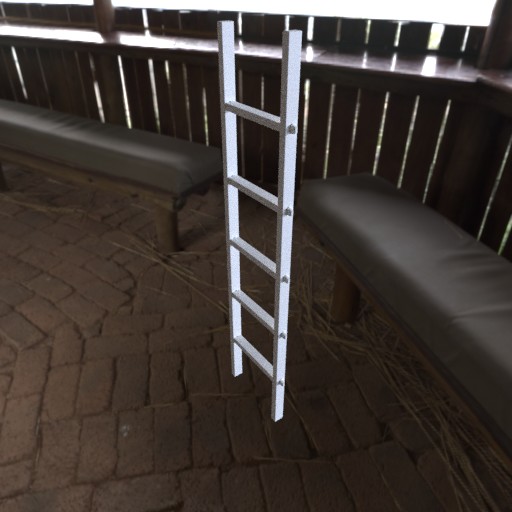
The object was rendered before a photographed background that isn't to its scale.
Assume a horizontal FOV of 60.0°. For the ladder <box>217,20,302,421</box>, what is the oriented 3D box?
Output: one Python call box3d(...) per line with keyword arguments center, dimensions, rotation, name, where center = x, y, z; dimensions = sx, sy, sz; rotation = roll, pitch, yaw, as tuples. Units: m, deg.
box3d(center=(0.000, 0.000, 1.940), dimensions=(0.051, 1.797, 0.452), rotation=(-21, 38, -30), name="ladder")
